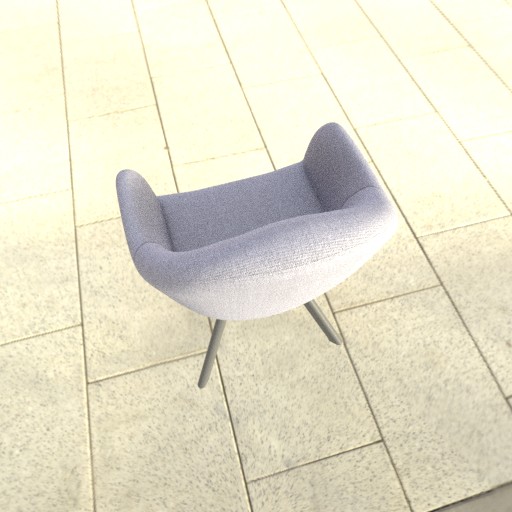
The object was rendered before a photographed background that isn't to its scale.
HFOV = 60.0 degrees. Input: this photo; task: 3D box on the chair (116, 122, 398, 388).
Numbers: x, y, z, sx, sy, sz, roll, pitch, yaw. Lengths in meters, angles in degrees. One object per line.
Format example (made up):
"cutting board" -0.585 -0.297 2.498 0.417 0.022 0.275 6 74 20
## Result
"chair" 0.000 0.000 1.184 0.590 0.795 0.550 -15 60 -9
